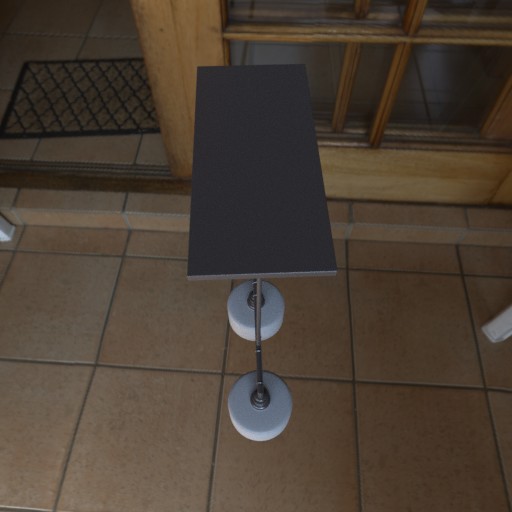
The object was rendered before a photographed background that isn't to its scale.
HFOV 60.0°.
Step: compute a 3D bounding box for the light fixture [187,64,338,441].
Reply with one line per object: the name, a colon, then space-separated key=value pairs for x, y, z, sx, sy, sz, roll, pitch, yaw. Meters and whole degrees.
light fixture: x=0.000 y=0.000 z=0.860 sx=0.177 sy=0.557 sz=0.582 roll=-2 pitch=58 yaw=-1
